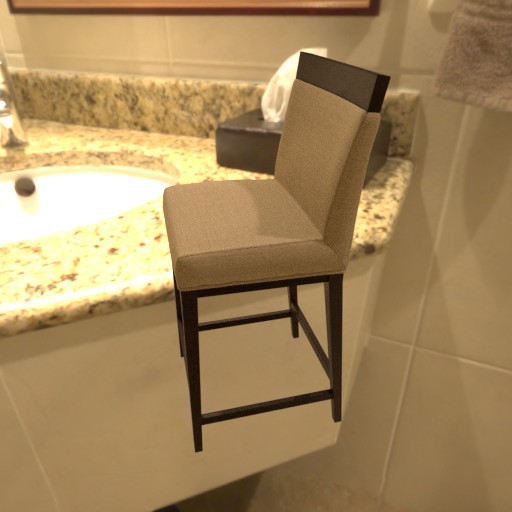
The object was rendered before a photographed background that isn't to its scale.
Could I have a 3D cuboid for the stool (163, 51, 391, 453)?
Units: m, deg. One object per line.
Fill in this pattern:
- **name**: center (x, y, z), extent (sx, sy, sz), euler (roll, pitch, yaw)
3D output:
- **stool**: center (0.000, 0.000, 1.390), extent (0.531, 1.117, 0.511), euler (-7, 31, -12)
